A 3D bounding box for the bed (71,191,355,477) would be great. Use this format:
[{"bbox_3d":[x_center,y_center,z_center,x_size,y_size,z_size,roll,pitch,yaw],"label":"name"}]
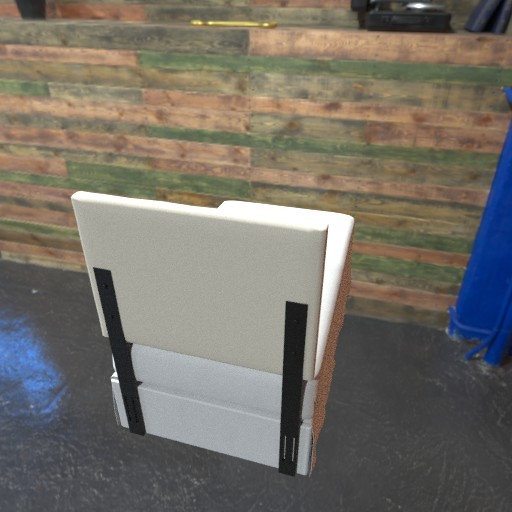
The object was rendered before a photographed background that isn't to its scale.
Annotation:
[{"bbox_3d":[0.000,0.000,3.012,1.261,1.571,1.997,9,32,14],"label":"bed"}]
